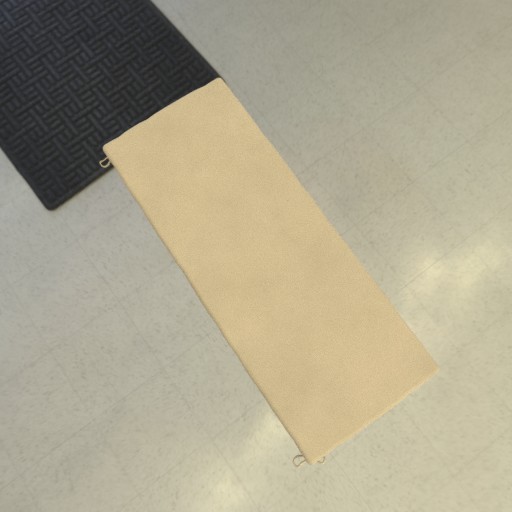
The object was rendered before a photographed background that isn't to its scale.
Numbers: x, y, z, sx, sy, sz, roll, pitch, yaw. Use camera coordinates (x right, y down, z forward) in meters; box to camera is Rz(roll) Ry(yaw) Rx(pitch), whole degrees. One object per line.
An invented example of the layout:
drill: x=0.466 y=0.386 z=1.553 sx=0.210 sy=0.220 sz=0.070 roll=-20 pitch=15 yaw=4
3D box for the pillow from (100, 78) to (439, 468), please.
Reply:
pillow: x=0.000 y=0.000 z=1.352 sx=0.492 sy=0.081 sz=1.187 roll=-33 pitch=79 yaw=-8
